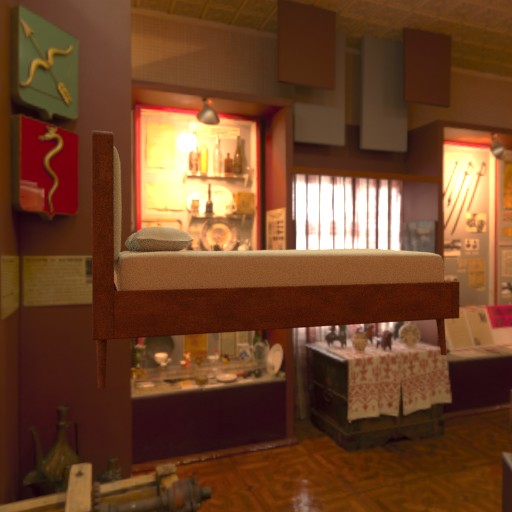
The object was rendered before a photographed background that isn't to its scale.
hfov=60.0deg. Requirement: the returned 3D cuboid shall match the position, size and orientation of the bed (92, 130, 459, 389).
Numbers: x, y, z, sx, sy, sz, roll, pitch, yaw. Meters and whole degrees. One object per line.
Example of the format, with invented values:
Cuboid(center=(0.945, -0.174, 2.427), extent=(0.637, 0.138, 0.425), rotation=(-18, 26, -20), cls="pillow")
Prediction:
Cuboid(center=(0.000, 0.000, 3.217), extent=(2.196, 1.275, 1.587), rotation=(0, 1, -19), cls="bed")
